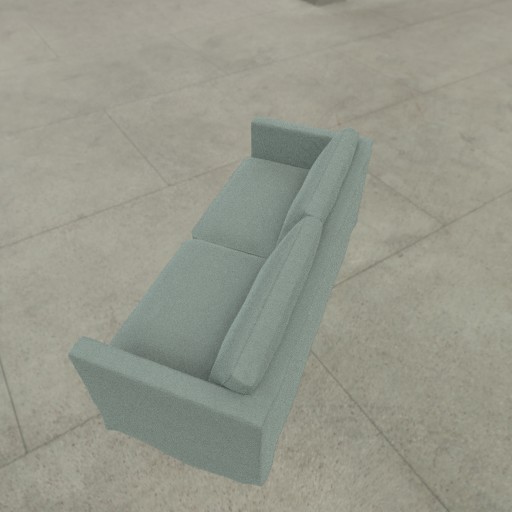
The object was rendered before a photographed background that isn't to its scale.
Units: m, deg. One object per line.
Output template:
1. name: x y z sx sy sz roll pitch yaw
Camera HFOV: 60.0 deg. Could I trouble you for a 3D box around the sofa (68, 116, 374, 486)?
1. sofa: 0.000 0.000 2.769 0.962 0.853 2.312 16 48 15
